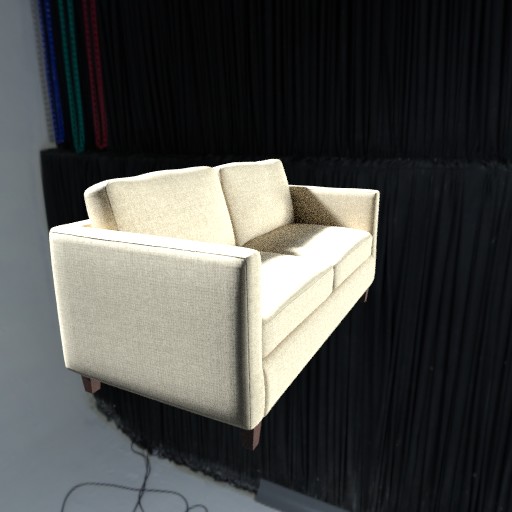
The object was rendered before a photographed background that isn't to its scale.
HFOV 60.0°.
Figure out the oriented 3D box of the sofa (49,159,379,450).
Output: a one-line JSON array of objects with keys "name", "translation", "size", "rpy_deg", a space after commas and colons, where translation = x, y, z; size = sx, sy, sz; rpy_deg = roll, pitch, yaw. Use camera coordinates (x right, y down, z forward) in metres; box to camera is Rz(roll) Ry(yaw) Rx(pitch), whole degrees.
[{"name": "sofa", "translation": [0.000, 0.000, 2.425], "size": [0.950, 0.963, 1.884], "rpy_deg": [8, 17, 26]}]
